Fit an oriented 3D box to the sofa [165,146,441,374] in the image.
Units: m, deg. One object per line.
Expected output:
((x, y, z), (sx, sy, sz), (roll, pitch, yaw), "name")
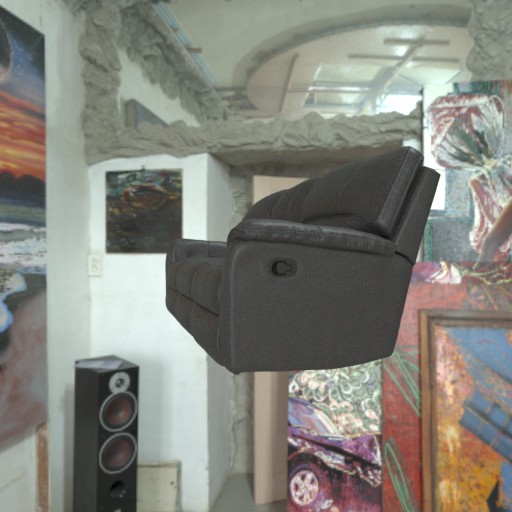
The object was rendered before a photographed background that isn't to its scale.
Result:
((0.000, 0.000, 3.170), (1.104, 1.134, 2.627), (0, 0, -17), "sofa")
